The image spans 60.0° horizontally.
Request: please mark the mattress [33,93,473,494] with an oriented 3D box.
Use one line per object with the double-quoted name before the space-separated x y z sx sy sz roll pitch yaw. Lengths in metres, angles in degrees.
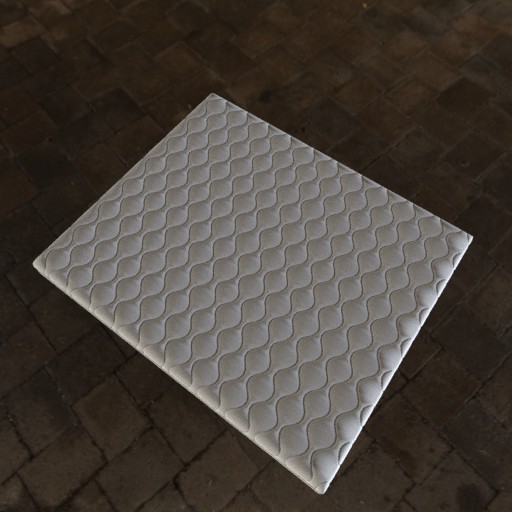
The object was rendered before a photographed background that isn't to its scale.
"mattress" 0.000 0.000 2.535 1.900 0.200 1.600 33 68 15
